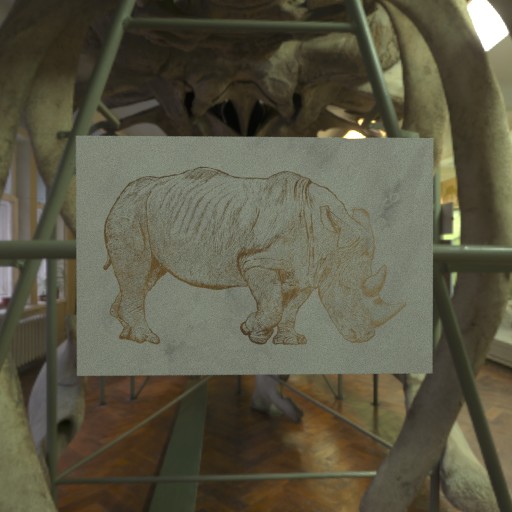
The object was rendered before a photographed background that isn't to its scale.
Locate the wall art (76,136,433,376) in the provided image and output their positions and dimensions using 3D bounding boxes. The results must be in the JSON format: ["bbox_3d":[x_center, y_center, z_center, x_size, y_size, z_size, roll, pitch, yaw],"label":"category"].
[{"bbox_3d":[0.000,0.000,0.493,0.381,0.254,0.038,0,1,-1],"label":"wall art"}]
